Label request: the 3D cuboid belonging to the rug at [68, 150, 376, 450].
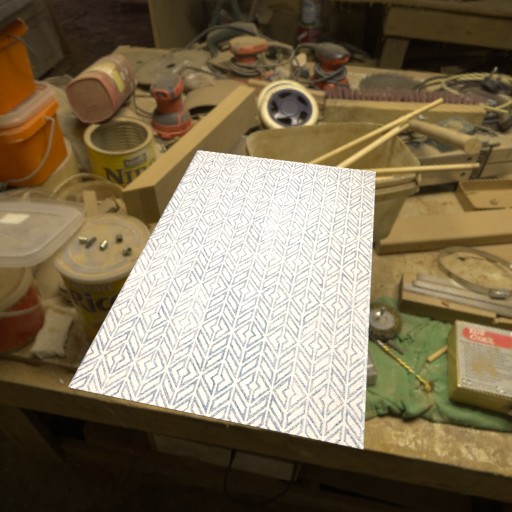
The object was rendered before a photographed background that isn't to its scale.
[{"bbox_3d":[0.000,0.000,2.385,1.220,0.008,1.824,9,47,8],"label":"rug"}]
